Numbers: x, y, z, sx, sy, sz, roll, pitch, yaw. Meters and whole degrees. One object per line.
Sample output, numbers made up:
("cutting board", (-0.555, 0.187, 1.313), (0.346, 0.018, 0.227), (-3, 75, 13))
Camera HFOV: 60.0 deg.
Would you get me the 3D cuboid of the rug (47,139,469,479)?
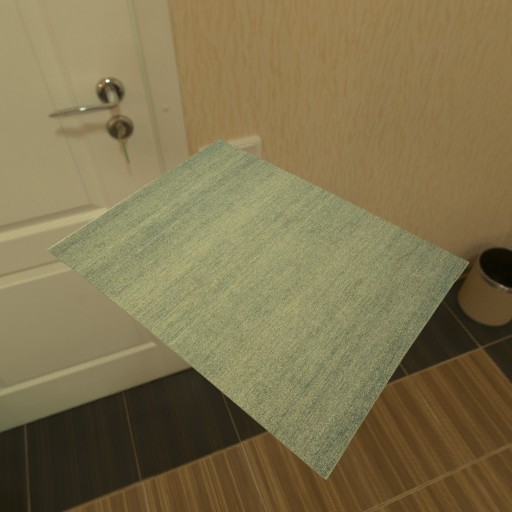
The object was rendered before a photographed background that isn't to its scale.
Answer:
("rug", (0.000, 0.000, 4.237), (3.237, 0.046, 2.461), (32, 56, 25))
